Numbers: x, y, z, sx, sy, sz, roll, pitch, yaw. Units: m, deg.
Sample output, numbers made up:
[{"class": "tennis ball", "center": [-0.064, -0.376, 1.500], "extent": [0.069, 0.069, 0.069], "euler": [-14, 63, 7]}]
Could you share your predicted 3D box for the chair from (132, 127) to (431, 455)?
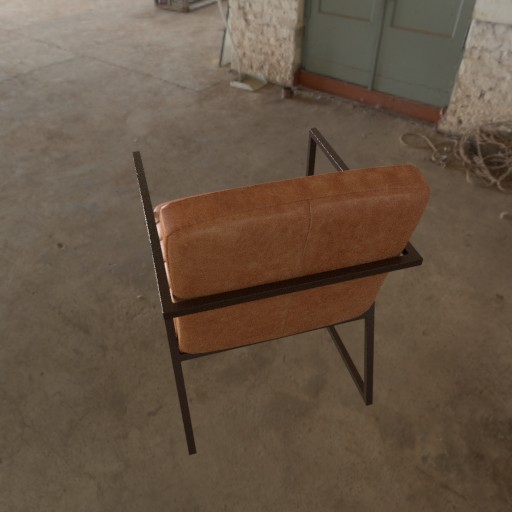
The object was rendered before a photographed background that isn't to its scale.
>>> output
[{"class": "chair", "center": [0.000, 0.000, 1.245], "extent": [0.571, 0.832, 0.677], "euler": [-11, 43, -12]}]
